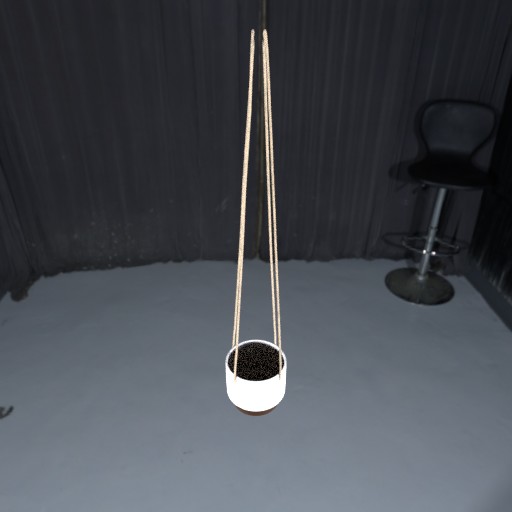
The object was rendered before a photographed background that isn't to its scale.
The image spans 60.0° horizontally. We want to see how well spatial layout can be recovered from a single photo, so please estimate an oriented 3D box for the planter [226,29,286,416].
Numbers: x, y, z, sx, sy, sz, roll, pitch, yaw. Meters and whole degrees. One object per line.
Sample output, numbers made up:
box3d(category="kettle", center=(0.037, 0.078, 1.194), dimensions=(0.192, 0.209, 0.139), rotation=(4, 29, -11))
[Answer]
box3d(category="planter", center=(0.000, 0.000, 0.922), dimensions=(0.146, 0.841, 0.146), rotation=(-2, 30, -4))
